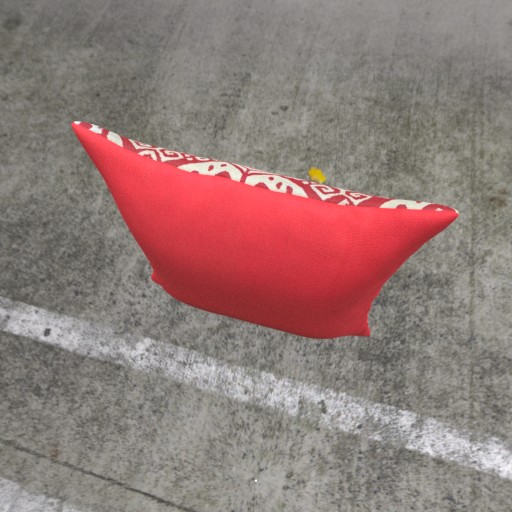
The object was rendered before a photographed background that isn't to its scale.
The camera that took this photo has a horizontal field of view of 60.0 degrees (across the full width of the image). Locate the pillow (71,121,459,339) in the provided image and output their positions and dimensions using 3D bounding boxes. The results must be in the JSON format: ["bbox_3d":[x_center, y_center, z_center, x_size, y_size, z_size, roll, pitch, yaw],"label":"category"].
[{"bbox_3d":[0.000,0.000,0.792,0.522,0.507,0.192,14,64,7],"label":"pillow"}]
